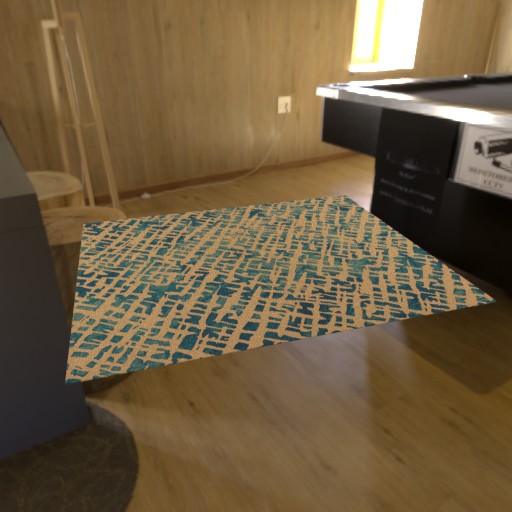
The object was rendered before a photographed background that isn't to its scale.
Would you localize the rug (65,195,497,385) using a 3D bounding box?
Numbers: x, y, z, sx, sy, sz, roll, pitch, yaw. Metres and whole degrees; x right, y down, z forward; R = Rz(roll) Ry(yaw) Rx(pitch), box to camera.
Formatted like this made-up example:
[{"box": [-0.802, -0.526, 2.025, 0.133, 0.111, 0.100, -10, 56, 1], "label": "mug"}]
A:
[{"box": [0.000, 0.000, 3.947, 3.007, 0.007, 2.435, -8, 28, -15], "label": "rug"}]
